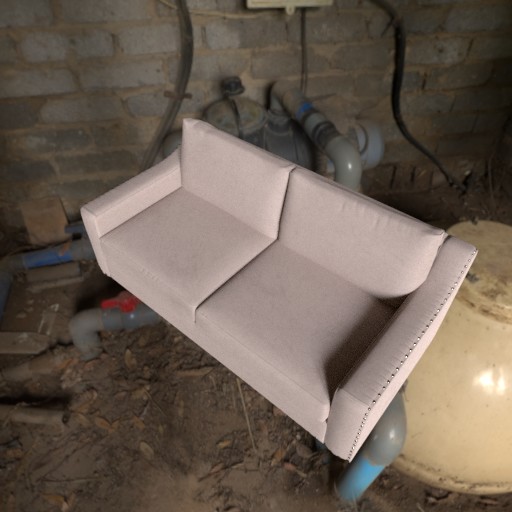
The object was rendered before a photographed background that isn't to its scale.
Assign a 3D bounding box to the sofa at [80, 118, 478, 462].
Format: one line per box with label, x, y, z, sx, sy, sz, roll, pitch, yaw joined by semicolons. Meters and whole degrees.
sofa;0.000;0.000;2.525;1.967;0.901;1.030;31;53;27
